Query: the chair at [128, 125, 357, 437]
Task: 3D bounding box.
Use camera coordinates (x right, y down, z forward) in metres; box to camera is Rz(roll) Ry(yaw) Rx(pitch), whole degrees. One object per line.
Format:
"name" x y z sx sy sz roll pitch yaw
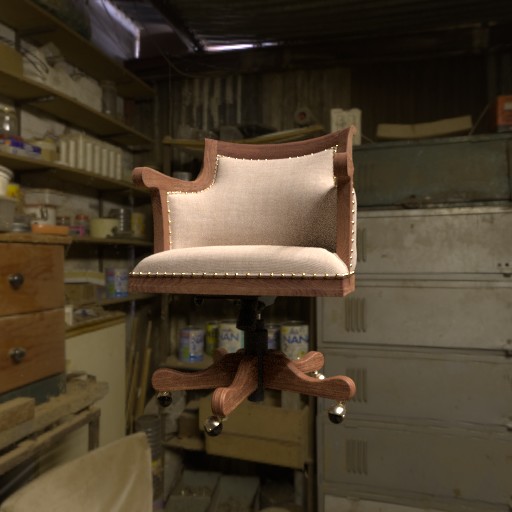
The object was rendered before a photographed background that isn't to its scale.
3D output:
"chair" 0.000 0.000 1.468 0.656 0.965 0.689 0 -1 17
